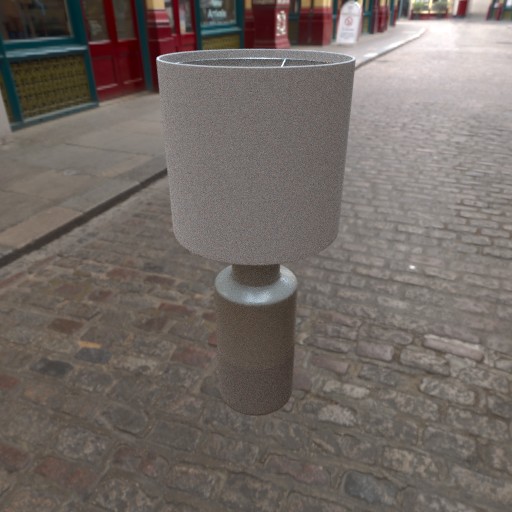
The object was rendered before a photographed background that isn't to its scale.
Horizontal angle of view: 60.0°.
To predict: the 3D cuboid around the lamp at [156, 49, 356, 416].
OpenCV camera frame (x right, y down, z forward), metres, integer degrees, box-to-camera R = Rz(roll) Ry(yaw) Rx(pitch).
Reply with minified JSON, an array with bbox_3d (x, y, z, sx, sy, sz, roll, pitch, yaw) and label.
[{"bbox_3d":[0.000,0.000,0.598,0.212,0.493,0.212,11,31,19],"label":"lamp"}]
